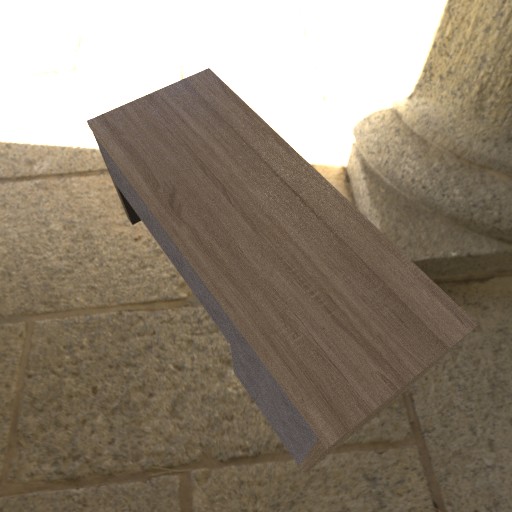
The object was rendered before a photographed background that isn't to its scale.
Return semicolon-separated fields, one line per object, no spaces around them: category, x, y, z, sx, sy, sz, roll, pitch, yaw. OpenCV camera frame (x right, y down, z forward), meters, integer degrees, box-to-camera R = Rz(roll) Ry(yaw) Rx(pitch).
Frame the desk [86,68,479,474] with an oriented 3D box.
desk;0.000;0.000;2.088;0.690;0.760;1.700;-31;63;-18
